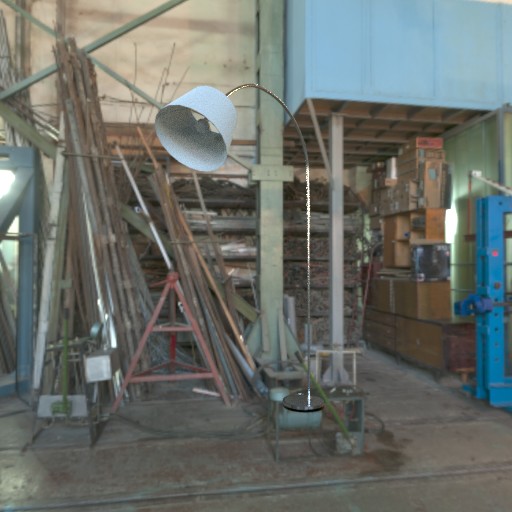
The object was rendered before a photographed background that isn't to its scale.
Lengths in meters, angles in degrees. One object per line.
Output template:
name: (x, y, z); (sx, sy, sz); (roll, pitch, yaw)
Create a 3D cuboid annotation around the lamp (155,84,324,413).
lamp: (0.000, 0.000, 2.680); (0.406, 2.098, 1.445); (-1, -1, 35)
